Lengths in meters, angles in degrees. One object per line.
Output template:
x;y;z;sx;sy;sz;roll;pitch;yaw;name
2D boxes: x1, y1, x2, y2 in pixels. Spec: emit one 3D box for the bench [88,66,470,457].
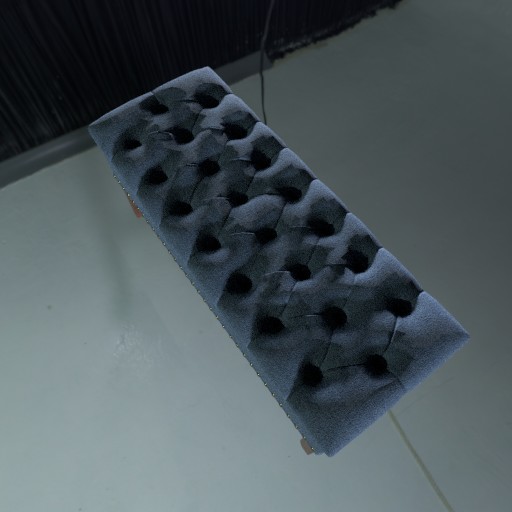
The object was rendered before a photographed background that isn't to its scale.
0.000;0.000;1.289;0.417;0.492;1.052;-33;68;-15;bench
